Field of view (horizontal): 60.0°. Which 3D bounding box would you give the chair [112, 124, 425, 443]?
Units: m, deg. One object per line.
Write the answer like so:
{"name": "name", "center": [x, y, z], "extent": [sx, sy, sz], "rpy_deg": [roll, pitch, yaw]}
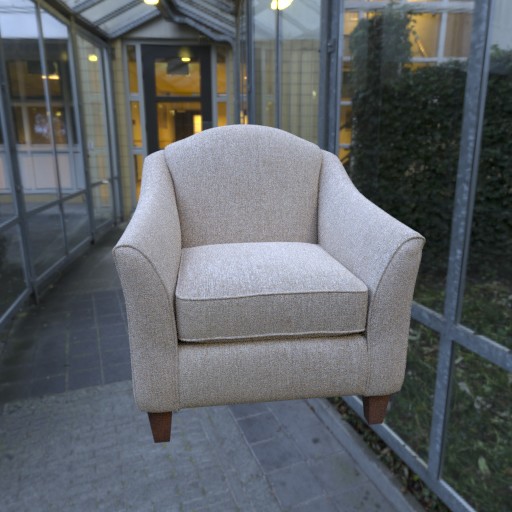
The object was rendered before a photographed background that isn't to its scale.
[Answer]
{"name": "chair", "center": [0.000, 0.000, 1.442], "extent": [0.763, 0.839, 0.787], "rpy_deg": [-2, 15, -7]}
